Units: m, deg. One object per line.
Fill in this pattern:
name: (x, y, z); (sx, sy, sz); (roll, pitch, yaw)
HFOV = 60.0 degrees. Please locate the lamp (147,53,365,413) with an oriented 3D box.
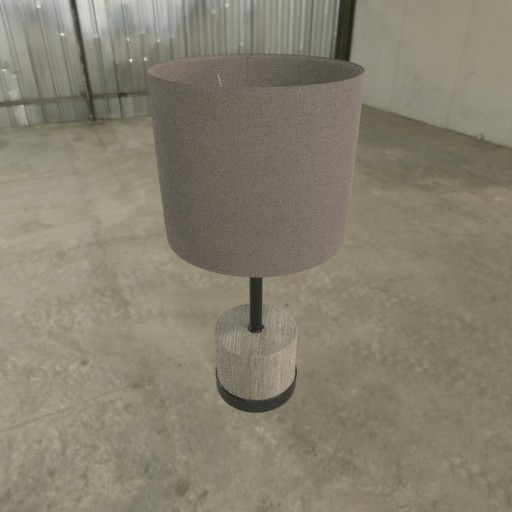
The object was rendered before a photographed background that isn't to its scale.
lamp: (0.000, 0.000, 0.593); (0.229, 0.470, 0.229); (2, 31, 3)
